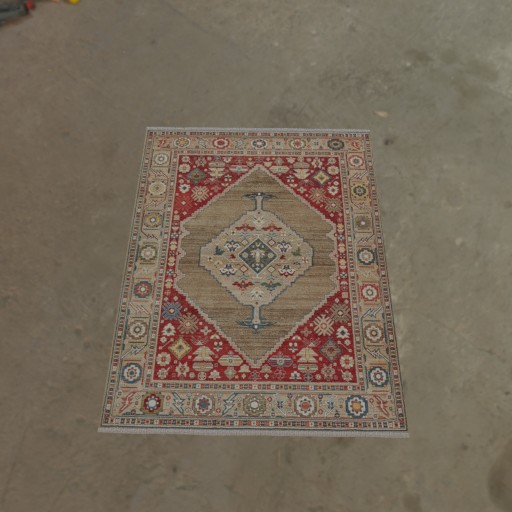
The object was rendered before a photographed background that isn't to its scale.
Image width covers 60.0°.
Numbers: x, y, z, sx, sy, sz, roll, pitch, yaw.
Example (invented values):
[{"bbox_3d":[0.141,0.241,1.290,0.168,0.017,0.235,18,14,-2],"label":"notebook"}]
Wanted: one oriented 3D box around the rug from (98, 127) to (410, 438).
[{"bbox_3d":[0.000,0.000,4.165,2.451,0.008,3.143,1,64,0],"label":"rug"}]
